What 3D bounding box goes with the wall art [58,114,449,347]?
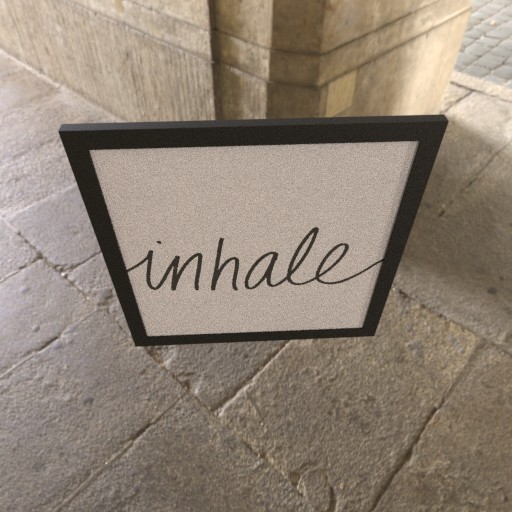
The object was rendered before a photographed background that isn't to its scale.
[{"bbox_3d":[0.000,0.000,0.536,0.356,0.356,0.013,-2,46,-2],"label":"wall art"}]
